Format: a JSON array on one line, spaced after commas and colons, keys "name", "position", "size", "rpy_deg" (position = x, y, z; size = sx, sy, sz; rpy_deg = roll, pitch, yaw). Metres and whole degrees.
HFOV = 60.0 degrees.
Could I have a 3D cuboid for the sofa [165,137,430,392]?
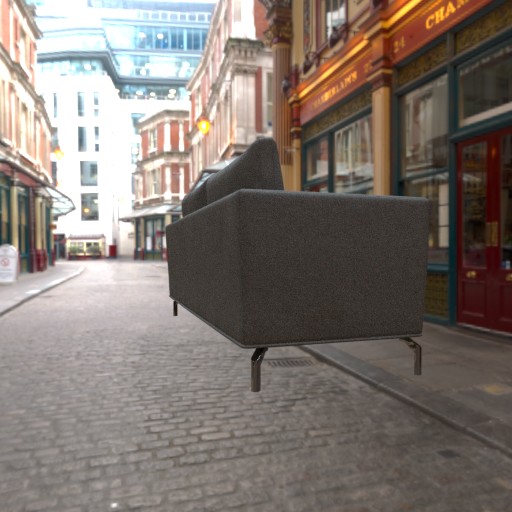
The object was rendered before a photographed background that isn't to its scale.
[{"name": "sofa", "position": [0.000, 0.000, 2.775], "size": [0.869, 1.002, 2.212], "rpy_deg": [0, 0, -18]}]
